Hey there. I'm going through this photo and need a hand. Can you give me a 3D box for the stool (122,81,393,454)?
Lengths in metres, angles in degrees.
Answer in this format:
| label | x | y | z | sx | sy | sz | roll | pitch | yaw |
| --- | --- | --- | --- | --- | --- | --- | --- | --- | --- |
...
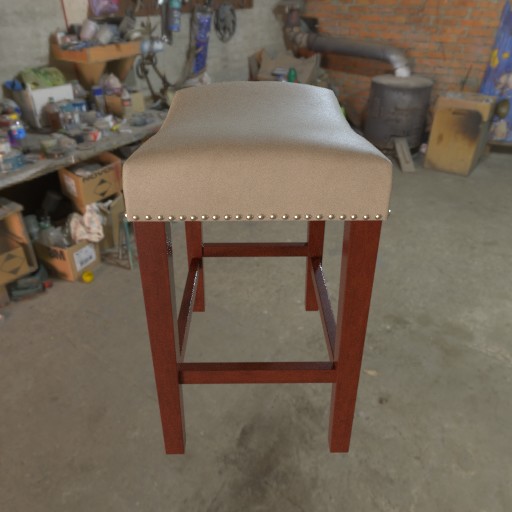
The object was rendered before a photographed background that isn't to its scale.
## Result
| label | x | y | z | sx | sy | sz | roll | pitch | yaw |
| --- | --- | --- | --- | --- | --- | --- | --- | --- | --- |
| stool | 0.000 | 0.000 | 0.943 | 0.375 | 0.632 | 0.509 | 0 | 31 | -1 |
